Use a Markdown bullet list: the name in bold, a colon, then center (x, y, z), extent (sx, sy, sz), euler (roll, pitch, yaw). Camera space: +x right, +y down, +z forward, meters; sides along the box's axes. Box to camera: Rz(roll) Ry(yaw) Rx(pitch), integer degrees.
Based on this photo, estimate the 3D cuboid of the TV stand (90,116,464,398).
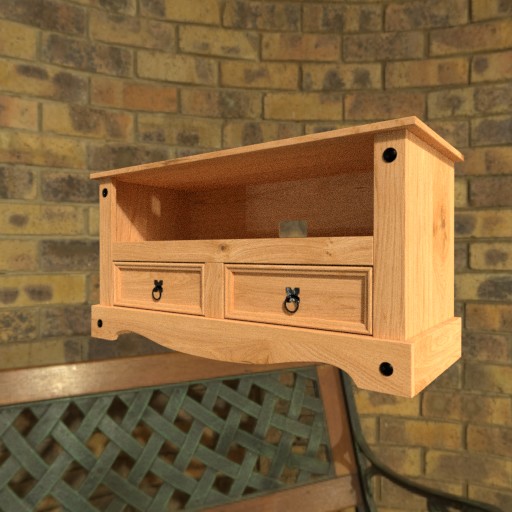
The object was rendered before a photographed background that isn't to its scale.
- **TV stand**: center (0.000, 0.000, 1.349), extent (1.080, 0.550, 0.440), euler (0, 1, 36)
